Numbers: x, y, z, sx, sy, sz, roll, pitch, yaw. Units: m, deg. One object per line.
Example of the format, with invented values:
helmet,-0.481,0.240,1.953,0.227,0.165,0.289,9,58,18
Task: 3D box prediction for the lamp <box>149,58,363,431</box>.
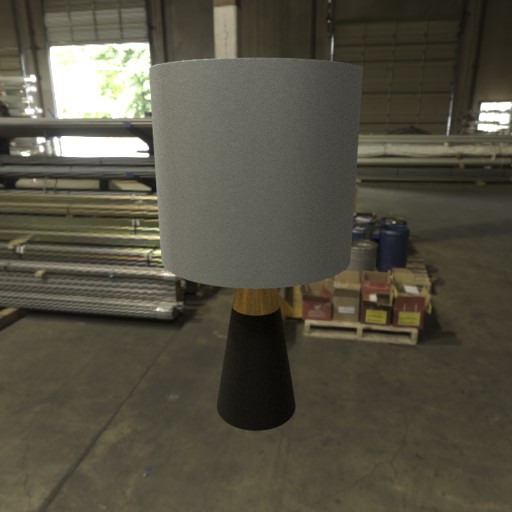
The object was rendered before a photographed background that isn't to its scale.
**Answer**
lamp,0.000,0.000,0.736,0.308,0.580,0.308,3,18,9
